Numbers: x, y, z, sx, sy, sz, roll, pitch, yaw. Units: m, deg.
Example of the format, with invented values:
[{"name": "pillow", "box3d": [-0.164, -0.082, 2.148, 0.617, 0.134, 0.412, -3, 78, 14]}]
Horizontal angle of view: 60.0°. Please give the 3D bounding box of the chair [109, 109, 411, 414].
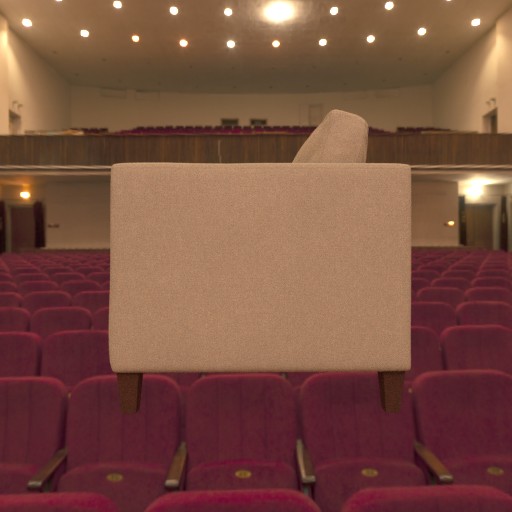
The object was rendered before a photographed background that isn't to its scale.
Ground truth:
[{"name": "chair", "box3d": [0.000, 0.000, 1.866, 0.959, 0.961, 1.107, 0, 0, -1]}]
